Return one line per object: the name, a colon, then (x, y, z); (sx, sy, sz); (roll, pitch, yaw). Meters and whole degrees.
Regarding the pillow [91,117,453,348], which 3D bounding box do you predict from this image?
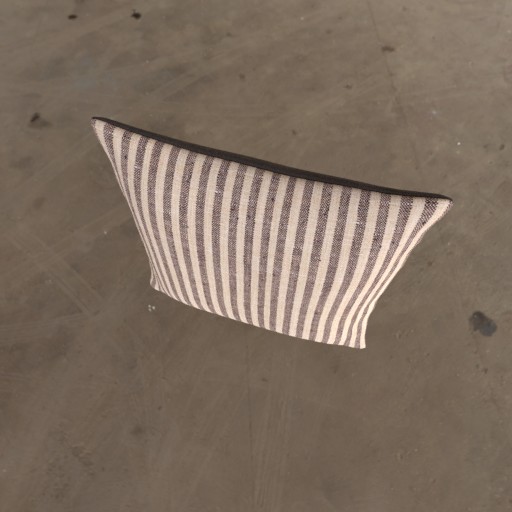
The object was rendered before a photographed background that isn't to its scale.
pillow: (0.000, 0.000, 0.814); (0.523, 0.506, 0.166); (15, 59, 9)
